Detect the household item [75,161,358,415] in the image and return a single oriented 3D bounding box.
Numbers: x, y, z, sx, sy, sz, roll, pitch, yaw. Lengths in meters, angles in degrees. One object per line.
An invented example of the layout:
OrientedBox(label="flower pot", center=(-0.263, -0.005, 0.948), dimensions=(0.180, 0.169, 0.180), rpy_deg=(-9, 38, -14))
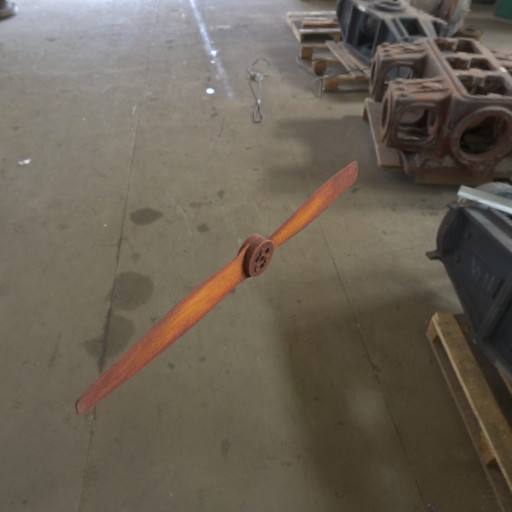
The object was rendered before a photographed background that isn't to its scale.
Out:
OrientedBox(label="household item", center=(0.000, 0.000, 1.241), dimensions=(0.051, 0.121, 1.181), rpy_deg=(28, 49, 27))
